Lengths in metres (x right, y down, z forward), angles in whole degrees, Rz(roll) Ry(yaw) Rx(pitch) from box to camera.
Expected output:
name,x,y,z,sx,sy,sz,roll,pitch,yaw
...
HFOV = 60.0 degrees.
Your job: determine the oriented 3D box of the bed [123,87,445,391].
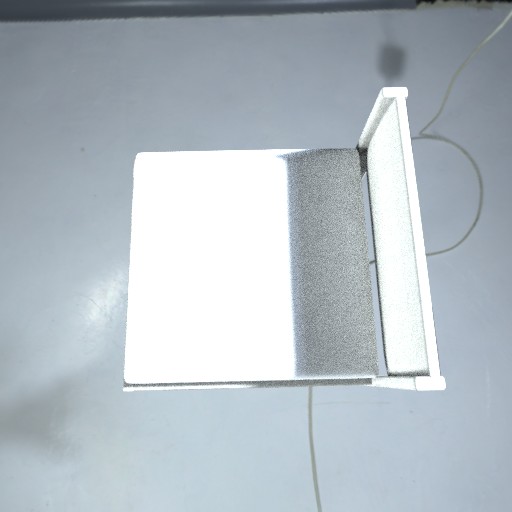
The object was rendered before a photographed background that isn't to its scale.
name,x,y,z,sx,sy,sz,roll,pitch,yaw
bed,0.000,0.000,3.681,2.280,1.470,2.140,-1,75,0
